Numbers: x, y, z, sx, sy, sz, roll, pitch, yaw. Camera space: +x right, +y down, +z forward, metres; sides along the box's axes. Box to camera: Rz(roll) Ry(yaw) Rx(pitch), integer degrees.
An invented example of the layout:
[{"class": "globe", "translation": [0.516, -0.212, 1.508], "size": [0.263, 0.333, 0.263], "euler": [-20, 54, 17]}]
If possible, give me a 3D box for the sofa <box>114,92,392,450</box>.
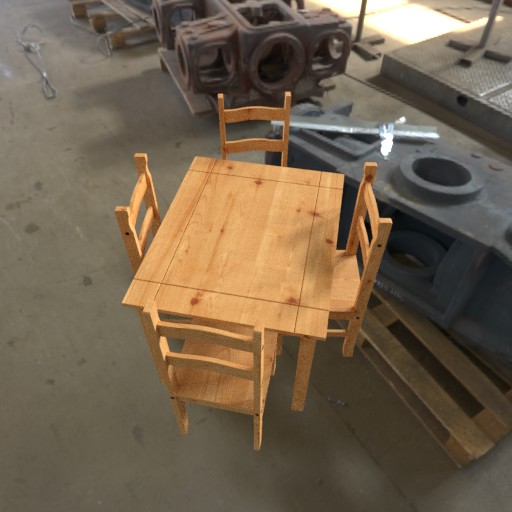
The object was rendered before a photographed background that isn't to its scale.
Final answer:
[{"class": "sofa", "translation": [0.000, 0.000, 2.242], "size": [1.144, 1.000, 1.529], "euler": [9, 48, 8]}]
